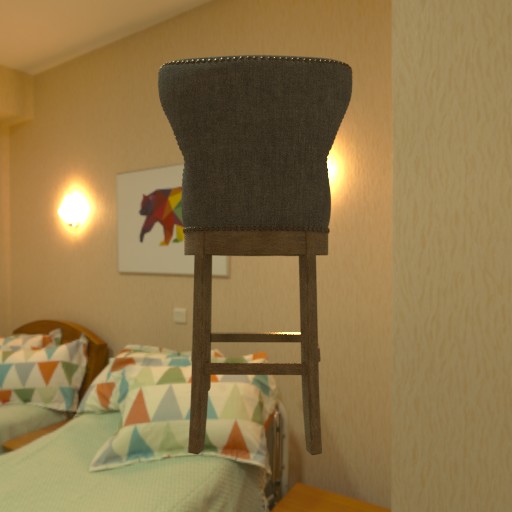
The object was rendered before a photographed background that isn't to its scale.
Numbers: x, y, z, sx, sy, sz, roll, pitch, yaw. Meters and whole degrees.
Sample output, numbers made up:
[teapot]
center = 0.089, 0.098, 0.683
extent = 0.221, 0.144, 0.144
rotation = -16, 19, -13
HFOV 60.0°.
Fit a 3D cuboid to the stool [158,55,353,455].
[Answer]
[stool]
center = 0.000, 0.000, 1.329
extent = 0.498, 0.981, 0.608
rotation = 0, 0, 1
